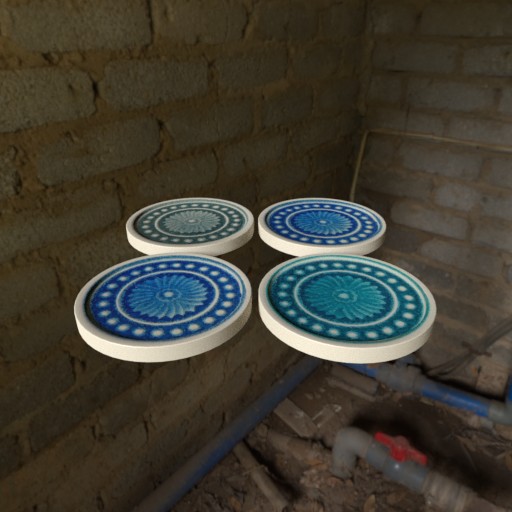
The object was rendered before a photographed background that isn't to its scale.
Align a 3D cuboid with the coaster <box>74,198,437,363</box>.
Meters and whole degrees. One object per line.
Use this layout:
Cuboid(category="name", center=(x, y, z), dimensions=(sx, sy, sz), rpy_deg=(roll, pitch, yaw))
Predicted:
Cuboid(category="coaster", center=(0.000, 0.000, 0.331), dimensions=(0.220, 0.010, 0.224), rpy_deg=(0, 28, 0))
